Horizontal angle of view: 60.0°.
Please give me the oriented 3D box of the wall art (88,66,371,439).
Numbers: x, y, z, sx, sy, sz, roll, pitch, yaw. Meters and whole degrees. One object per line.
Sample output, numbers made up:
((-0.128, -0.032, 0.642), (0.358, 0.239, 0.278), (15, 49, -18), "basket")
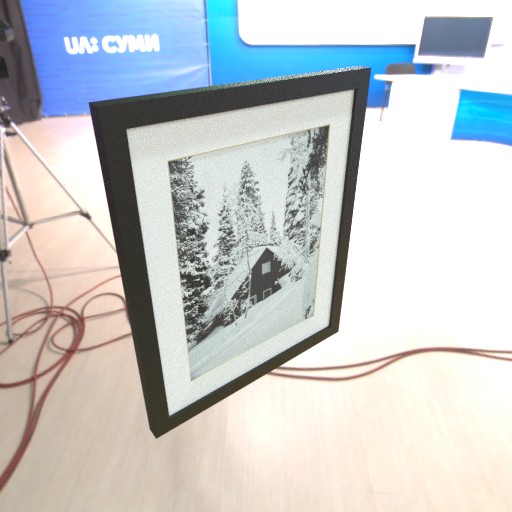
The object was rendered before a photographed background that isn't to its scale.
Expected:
((0.000, 0.000, 0.535), (0.325, 0.397, 0.018), (-22, 37, -32), "wall art")
